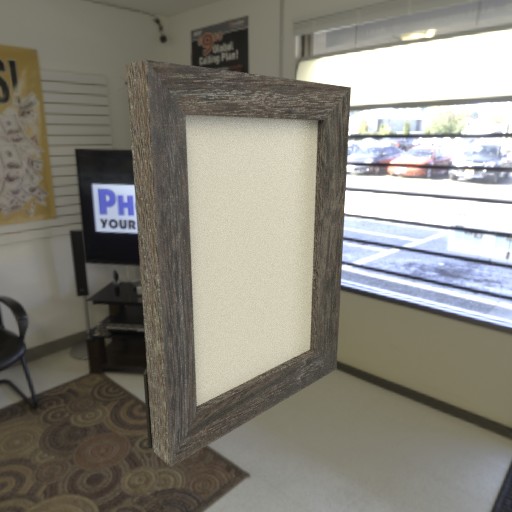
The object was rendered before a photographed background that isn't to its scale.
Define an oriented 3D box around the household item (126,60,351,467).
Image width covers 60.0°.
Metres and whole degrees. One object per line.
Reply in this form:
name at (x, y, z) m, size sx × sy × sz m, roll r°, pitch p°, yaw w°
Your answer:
household item at (0.000, 0.000, 0.240) m, size 0.133 × 0.180 × 0.020 m, roll -14°, pitch 20°, yaw -42°
